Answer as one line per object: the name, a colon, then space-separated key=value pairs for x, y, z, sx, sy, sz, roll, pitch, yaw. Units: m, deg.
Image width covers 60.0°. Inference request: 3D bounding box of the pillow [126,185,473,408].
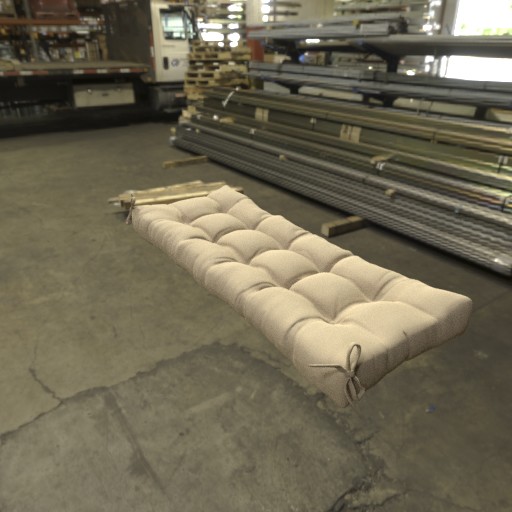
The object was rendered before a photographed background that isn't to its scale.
pillow: x=0.000 y=0.000 z=1.364 sx=0.511 sy=0.174 sz=1.194 roll=-18 pitch=31 yaw=-31
